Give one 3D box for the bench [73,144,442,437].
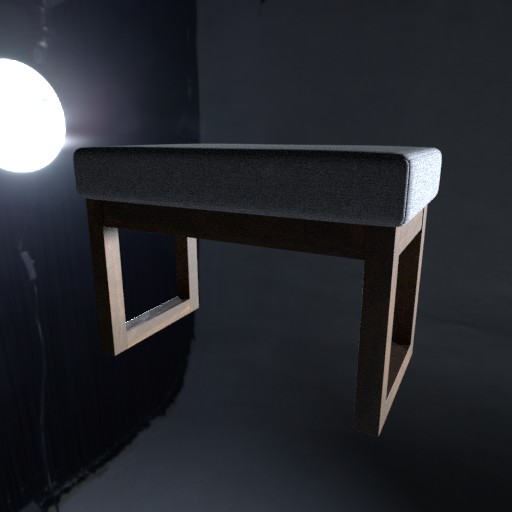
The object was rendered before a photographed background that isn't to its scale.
[{"bbox_3d":[0.000,0.000,0.969,0.681,0.467,0.366,8,17,27],"label":"bench"}]
